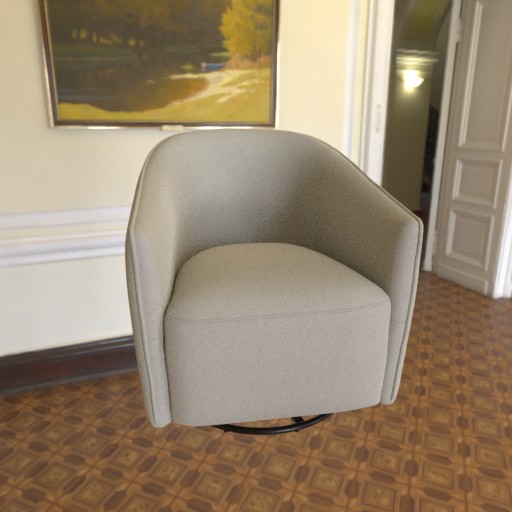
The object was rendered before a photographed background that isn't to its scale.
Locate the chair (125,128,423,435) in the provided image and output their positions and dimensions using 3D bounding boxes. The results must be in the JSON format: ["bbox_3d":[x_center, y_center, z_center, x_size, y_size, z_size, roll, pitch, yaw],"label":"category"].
[{"bbox_3d":[0.000,0.000,1.446,0.747,0.799,0.875,-3,16,-9],"label":"chair"}]
